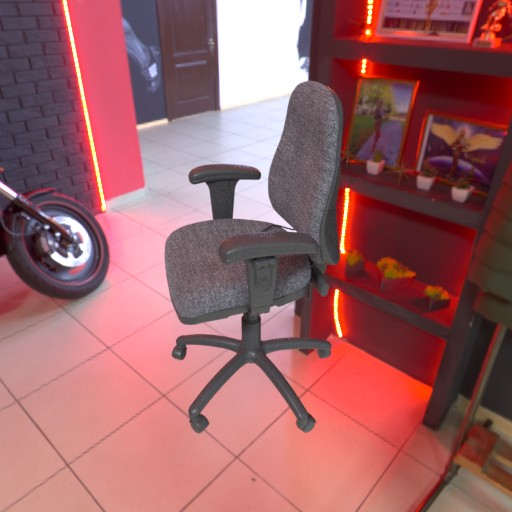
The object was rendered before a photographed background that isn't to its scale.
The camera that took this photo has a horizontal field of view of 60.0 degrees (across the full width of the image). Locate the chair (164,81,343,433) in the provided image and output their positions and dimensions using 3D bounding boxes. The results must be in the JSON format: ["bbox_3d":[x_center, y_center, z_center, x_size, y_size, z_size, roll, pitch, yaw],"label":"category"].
[{"bbox_3d":[0.000,0.000,1.252,0.530,0.910,0.550,-8,32,-13],"label":"chair"}]
